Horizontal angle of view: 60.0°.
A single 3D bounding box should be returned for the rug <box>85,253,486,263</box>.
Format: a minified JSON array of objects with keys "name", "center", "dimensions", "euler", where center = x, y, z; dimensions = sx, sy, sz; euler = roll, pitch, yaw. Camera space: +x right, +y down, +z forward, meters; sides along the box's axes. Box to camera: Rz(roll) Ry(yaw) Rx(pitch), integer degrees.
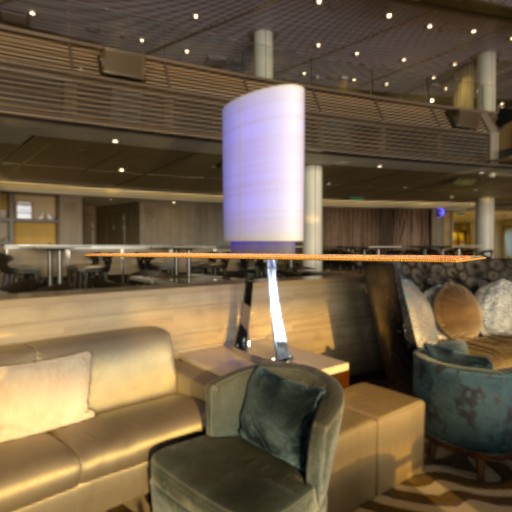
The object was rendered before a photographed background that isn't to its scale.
[{"name":"rug","center":[0.000,0.000,2.035],"dimensions":[1.820,0.013,0.556],"euler":[1,1,35]}]
